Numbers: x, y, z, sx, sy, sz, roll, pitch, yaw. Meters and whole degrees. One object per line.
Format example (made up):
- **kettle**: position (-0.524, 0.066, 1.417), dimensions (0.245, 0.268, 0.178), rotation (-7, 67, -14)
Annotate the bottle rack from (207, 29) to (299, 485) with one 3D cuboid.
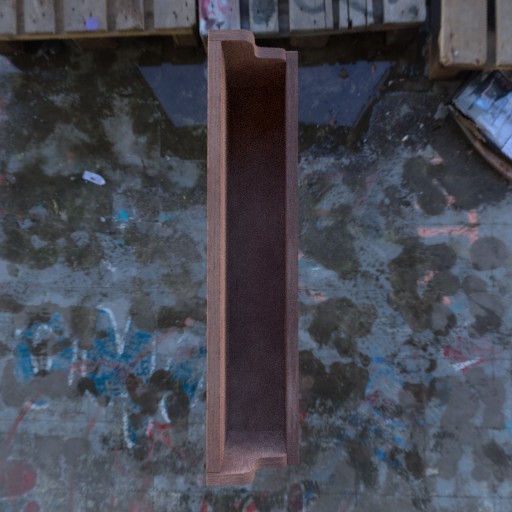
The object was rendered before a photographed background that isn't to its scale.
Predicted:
- **bottle rack**: position (0.000, 0.000, 0.687), dimensions (0.126, 0.196, 0.608), rotation (0, 88, 1)
